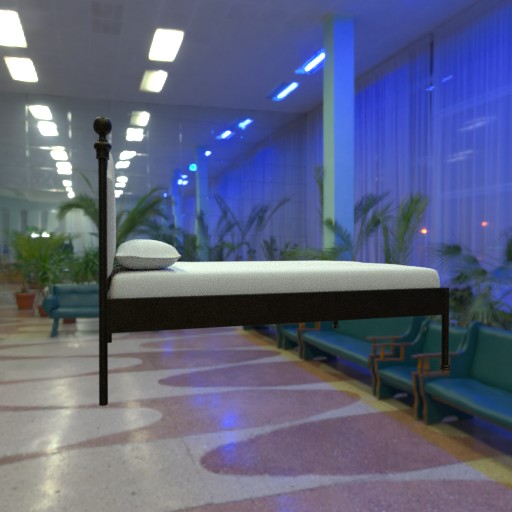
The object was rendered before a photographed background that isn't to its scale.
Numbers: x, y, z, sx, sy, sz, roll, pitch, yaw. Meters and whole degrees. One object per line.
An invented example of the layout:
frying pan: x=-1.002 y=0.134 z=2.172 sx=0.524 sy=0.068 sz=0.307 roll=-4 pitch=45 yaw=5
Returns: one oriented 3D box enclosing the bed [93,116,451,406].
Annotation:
bed: x=0.000 y=0.000 z=3.351 sx=2.224 sy=1.499 sz=1.642 roll=0 pitch=1 yaw=-17
